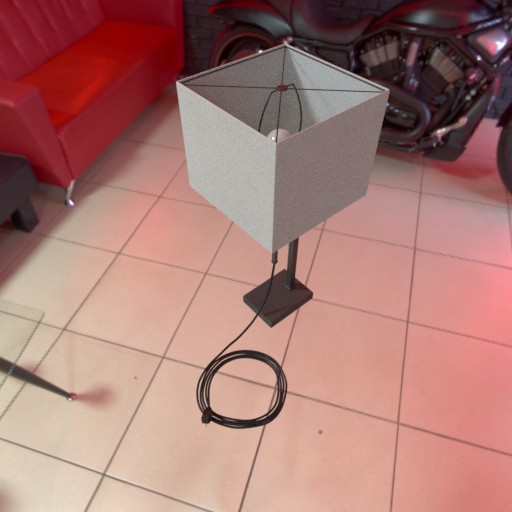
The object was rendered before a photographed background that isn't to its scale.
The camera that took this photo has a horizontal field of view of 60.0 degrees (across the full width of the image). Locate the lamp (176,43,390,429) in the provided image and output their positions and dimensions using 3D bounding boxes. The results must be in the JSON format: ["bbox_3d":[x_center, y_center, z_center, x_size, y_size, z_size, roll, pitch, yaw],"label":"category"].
[{"bbox_3d":[0.000,0.000,0.972,0.504,0.660,0.399,-32,54,-26],"label":"lamp"}]
